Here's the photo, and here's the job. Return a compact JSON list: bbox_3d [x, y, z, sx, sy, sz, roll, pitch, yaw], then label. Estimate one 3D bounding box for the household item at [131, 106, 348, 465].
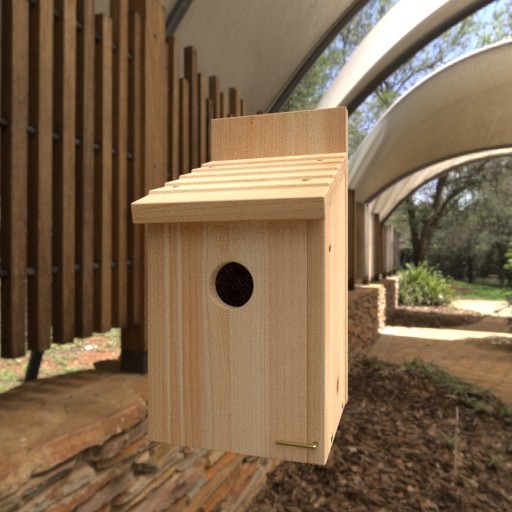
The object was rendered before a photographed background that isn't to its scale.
[{"bbox_3d":[0.000,0.000,0.399,0.149,0.300,0.171,0,0,17],"label":"household item"}]
